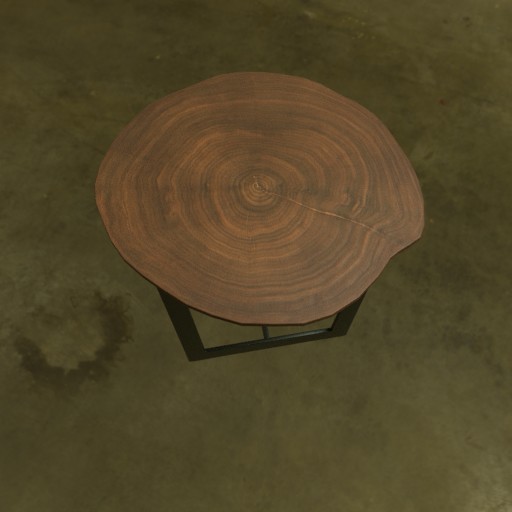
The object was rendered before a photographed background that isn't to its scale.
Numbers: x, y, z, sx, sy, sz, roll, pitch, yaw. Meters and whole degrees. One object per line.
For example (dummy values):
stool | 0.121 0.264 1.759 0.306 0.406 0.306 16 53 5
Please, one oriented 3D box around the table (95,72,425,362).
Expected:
table | 0.000 0.000 0.879 0.477 0.476 0.494 -18 61 -10
